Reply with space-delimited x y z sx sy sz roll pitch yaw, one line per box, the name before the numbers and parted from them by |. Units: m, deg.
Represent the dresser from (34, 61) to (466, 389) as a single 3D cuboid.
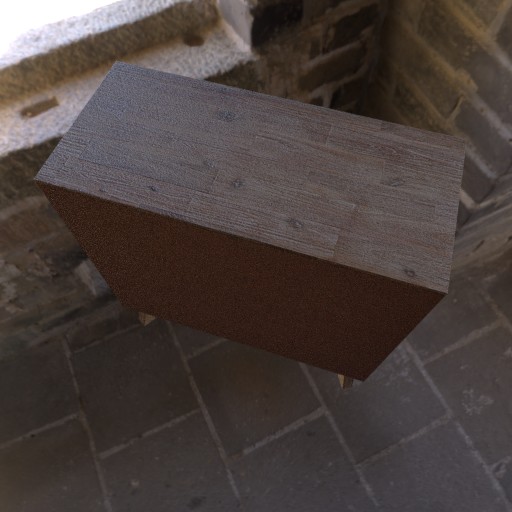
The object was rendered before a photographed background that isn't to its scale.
dresser | 0.000 0.000 1.567 0.998 1.029 0.455 16 63 8
